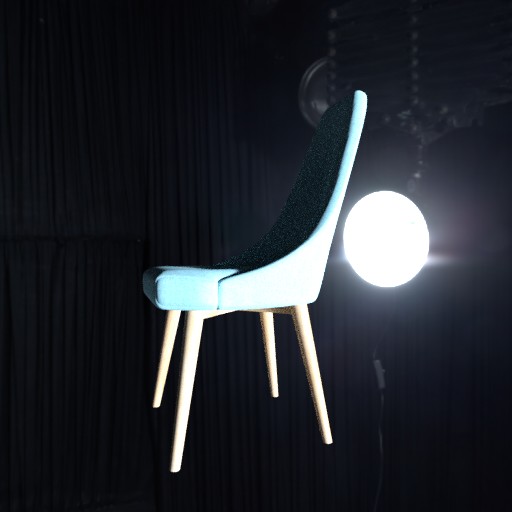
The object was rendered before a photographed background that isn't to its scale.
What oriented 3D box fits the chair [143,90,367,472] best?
[{"bbox_3d":[0.000,0.000,1.378,0.660,1.040,0.510,0,0,-18],"label":"chair"}]
